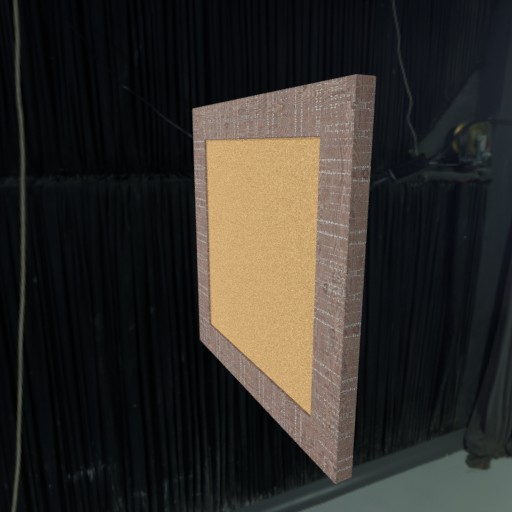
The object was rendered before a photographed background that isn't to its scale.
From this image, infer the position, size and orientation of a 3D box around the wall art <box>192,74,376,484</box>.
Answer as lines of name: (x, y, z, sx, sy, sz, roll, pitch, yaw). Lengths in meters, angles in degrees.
wall art: (0.000, 0.000, 0.785, 0.029, 0.531, 0.531, -7, 16, -27)
